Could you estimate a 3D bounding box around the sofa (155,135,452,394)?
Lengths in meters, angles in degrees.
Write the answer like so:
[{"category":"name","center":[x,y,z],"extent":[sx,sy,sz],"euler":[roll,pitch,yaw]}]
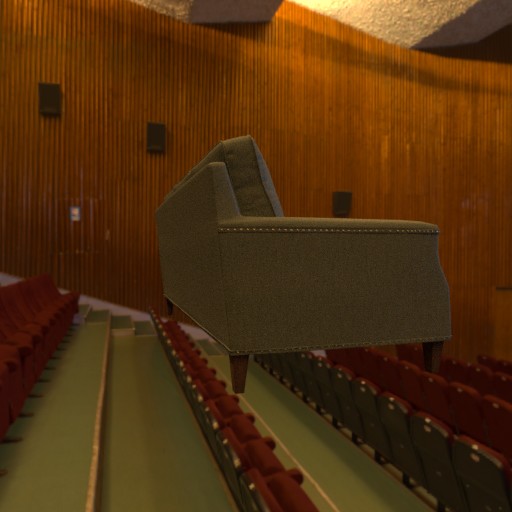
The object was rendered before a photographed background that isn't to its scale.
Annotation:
[{"category":"sofa","center":[0.000,0.000,2.799],"extent":[1.084,1.003,2.246],"euler":[0,1,-18]}]
